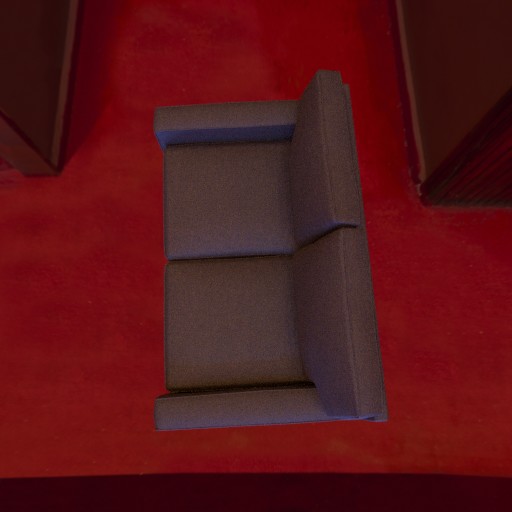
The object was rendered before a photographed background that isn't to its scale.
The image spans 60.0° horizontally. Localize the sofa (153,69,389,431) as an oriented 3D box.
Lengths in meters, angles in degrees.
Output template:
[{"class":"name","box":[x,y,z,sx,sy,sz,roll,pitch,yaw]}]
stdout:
[{"class":"sofa","box":[0.000,0.000,2.162,0.974,0.887,1.534,-3,76,-1]}]
